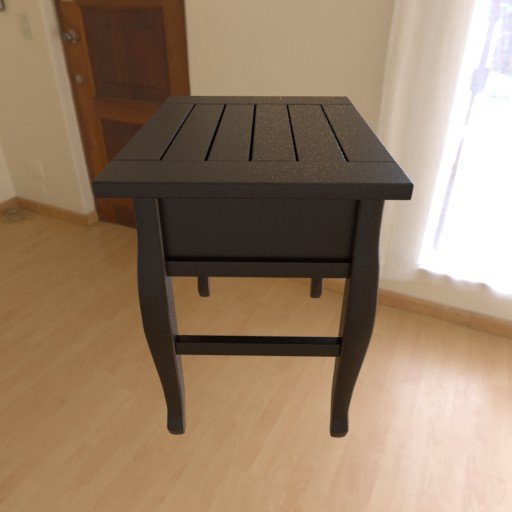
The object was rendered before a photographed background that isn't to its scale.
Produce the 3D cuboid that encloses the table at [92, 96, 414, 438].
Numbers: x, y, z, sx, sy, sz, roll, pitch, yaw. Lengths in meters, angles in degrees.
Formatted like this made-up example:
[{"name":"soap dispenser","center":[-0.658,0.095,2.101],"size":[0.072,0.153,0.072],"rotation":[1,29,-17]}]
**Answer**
[{"name":"table","center":[0.000,0.000,1.041],"size":[0.460,0.604,0.602],"rotation":[1,31,1]}]
